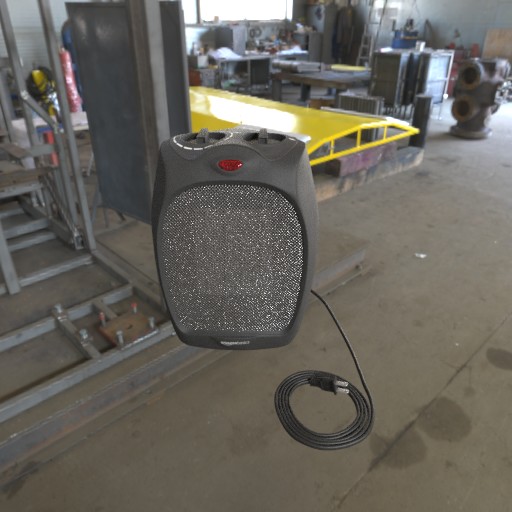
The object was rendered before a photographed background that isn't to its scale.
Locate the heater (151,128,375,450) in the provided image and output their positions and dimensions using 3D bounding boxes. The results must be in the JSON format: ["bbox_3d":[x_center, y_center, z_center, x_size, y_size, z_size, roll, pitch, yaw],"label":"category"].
[{"bbox_3d":[0.000,0.000,0.468,0.239,0.240,0.291,1,29,1],"label":"heater"}]
